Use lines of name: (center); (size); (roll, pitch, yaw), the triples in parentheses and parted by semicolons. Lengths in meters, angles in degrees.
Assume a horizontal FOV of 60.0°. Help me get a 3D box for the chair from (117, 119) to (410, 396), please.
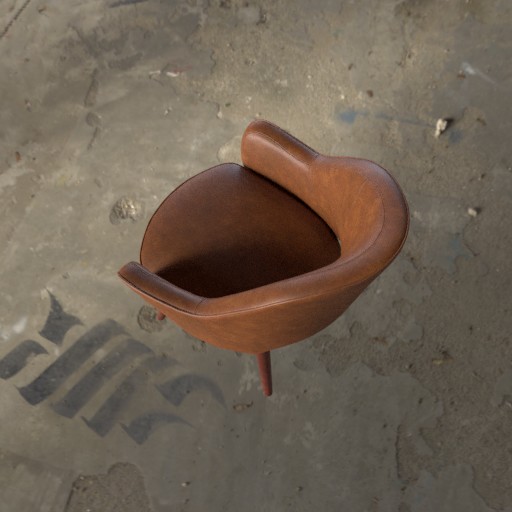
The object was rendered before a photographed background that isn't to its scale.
chair: (0.000, 0.000, 1.224); (0.640, 0.777, 0.591); (31, 67, 15)
